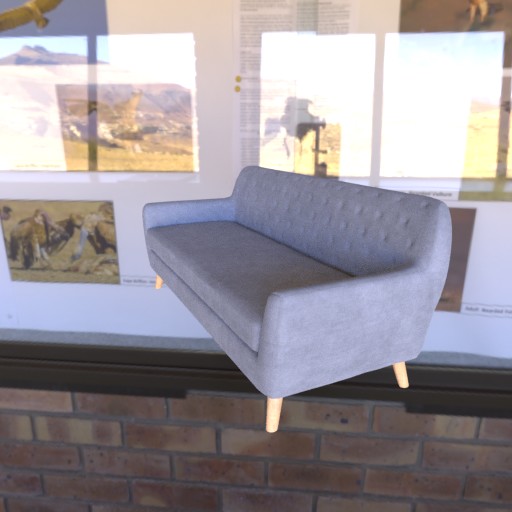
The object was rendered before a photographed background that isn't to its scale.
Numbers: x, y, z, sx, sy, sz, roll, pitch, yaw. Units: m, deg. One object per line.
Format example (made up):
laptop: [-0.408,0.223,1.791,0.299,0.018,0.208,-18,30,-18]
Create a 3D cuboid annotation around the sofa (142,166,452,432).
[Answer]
sofa: [0.000,0.000,2.454,0.830,0.830,1.970,-8,18,-25]
